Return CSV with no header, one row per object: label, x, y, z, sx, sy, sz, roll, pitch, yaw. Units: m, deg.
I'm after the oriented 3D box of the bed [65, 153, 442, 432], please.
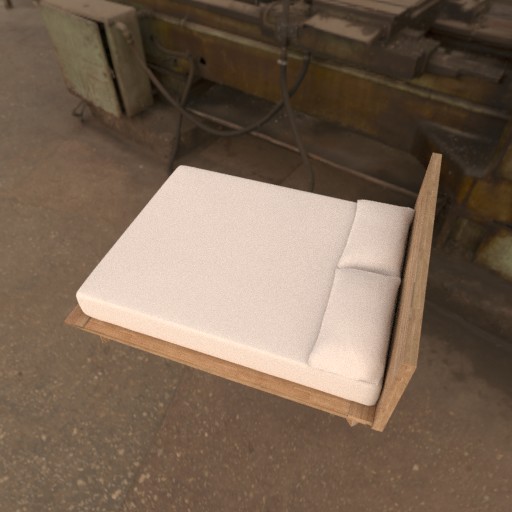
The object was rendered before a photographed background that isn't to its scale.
bed,0.000,0.000,3.159,2.145,1.071,1.759,15,48,13
